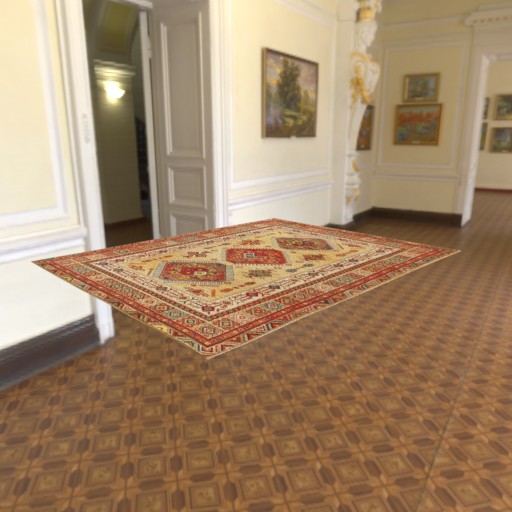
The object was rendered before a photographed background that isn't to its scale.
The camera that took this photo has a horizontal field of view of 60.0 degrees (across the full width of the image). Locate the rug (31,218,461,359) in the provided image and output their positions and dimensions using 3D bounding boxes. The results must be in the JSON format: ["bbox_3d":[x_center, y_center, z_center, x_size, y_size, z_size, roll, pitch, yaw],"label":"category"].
[{"bbox_3d":[0.000,0.000,4.027,3.067,0.005,2.460,-14,21,-42],"label":"rug"}]
